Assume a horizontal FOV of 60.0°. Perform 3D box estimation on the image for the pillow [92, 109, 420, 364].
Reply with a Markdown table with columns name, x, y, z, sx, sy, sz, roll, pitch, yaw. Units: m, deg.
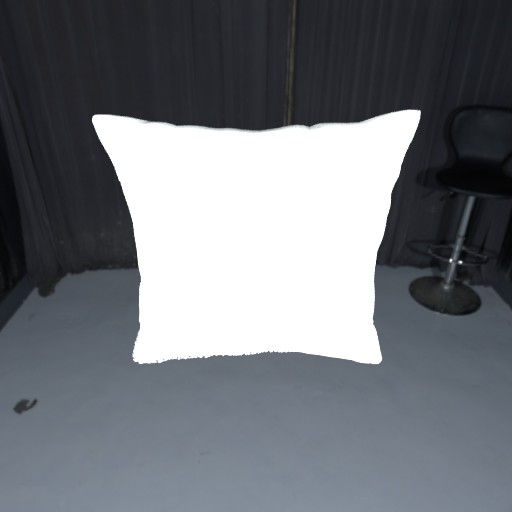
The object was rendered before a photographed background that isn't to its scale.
| name | x | y | z | sx | sy | sz | roll | pitch | yaw |
| --- | --- | --- | --- | --- | --- | --- | --- | --- | --- |
| pillow | 0.000 | 0.000 | 0.742 | 0.475 | 0.473 | 0.178 | 0 | 30 | -1 |
